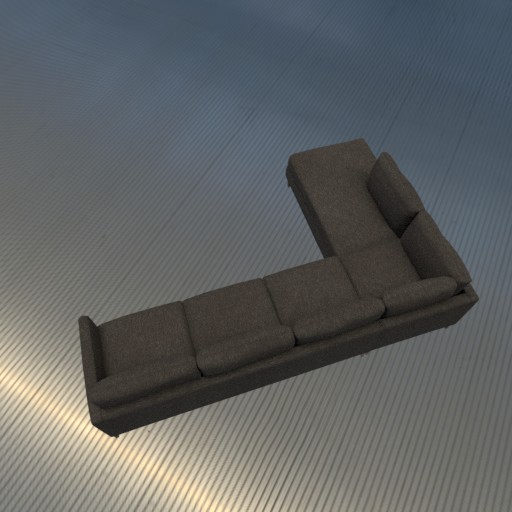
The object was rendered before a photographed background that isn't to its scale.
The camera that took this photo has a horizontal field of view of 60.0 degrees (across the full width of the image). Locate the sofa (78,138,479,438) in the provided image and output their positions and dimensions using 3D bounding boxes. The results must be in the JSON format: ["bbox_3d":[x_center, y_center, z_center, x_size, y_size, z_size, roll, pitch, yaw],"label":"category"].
[{"bbox_3d":[0.000,0.000,3.749,2.949,0.815,2.007,-16,60,-9],"label":"sofa"}]
